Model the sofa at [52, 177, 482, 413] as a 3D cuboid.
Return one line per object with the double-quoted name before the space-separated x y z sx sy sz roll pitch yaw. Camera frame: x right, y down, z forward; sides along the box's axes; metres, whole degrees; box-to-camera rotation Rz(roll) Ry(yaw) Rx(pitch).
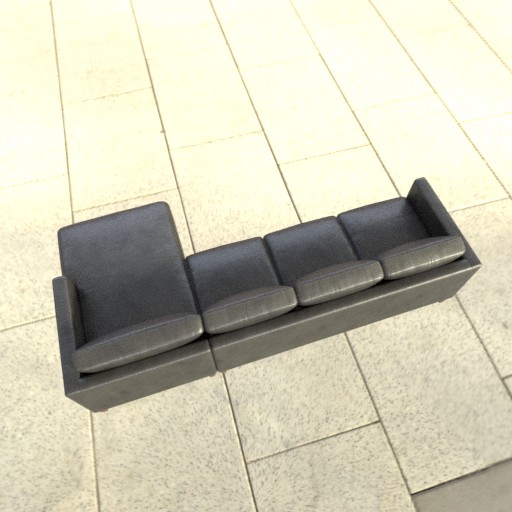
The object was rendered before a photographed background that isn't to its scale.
"sofa" 0.000 0.000 3.818 3.203 0.883 1.581 -16 62 -9
